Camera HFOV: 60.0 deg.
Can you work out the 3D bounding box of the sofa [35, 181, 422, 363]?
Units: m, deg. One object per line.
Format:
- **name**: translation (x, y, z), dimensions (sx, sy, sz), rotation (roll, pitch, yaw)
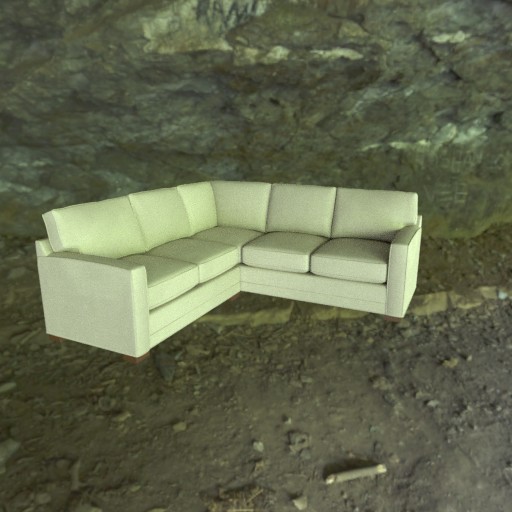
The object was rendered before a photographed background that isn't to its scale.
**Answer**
- **sofa**: translation (0.000, 0.000, 3.441), dimensions (2.189, 0.939, 2.182), rotation (7, 17, 25)
